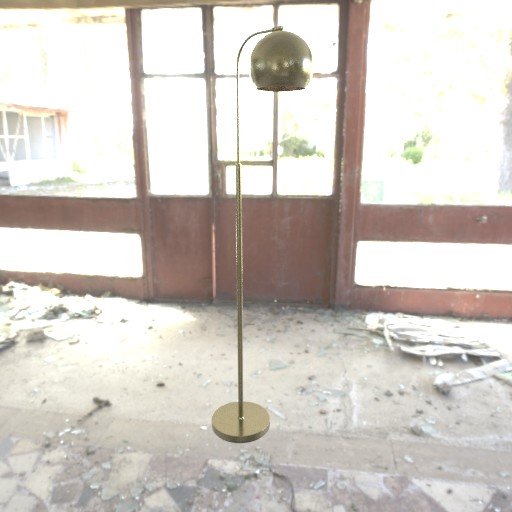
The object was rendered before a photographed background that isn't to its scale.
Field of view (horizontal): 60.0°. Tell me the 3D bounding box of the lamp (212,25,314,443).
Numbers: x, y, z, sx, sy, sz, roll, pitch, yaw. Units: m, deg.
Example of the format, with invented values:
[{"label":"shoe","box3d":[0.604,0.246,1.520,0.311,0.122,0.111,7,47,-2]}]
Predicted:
[{"label":"lamp","box3d":[0.000,0.000,1.649,0.431,1.526,0.250,14,20,43]}]
